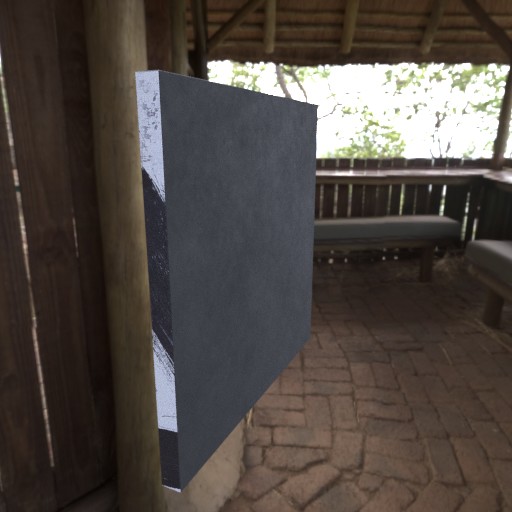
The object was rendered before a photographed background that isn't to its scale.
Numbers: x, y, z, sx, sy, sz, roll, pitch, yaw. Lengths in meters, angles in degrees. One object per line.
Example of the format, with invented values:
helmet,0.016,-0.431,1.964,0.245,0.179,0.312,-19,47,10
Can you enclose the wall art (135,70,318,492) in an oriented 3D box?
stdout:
wall art,0.000,0.000,1.105,0.046,0.765,0.765,7,16,25
